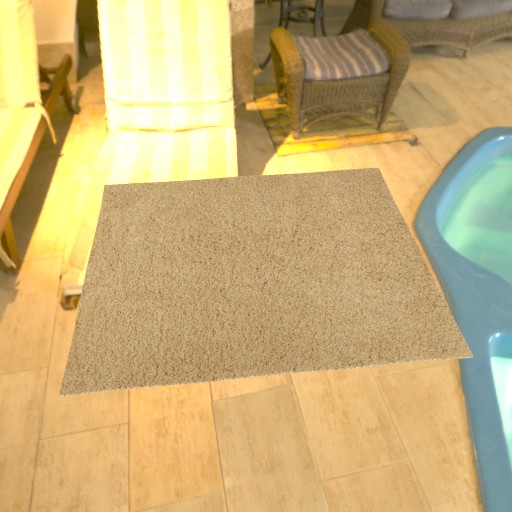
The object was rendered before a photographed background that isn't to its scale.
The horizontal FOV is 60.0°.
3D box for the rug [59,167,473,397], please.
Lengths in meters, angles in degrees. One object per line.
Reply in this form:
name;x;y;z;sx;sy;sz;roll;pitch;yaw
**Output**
rug;0.000;0.000;4.011;3.000;0.025;2.400;-4;47;-4
